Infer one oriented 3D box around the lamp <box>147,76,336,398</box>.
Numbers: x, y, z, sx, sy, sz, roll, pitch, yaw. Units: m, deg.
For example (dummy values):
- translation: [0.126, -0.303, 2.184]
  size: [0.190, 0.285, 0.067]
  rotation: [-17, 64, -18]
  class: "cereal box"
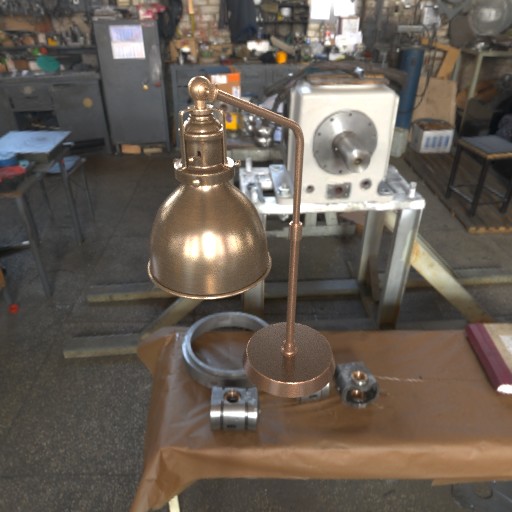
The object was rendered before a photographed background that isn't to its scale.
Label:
- translation: [0.000, 0.000, 0.581]
  size: [0.286, 0.456, 0.153]
  rotation: [-21, 37, -30]
  class: "lamp"
